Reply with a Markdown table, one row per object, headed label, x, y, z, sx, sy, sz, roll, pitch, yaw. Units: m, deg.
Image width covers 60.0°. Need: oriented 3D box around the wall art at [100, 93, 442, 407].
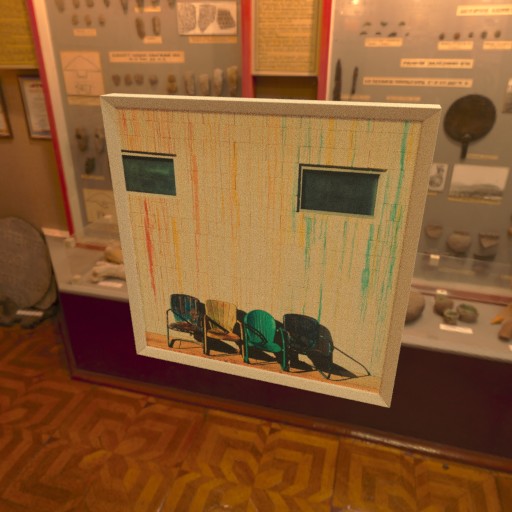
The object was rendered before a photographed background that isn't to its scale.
| label | x | y | z | sx | sy | sz | roll | pitch | yaw |
| --- | --- | --- | --- | --- | --- | --- | --- | --- | --- |
| wall art | 0.000 | 0.000 | 0.759 | 0.508 | 0.508 | 0.037 | 8 | 27 | 16 |
